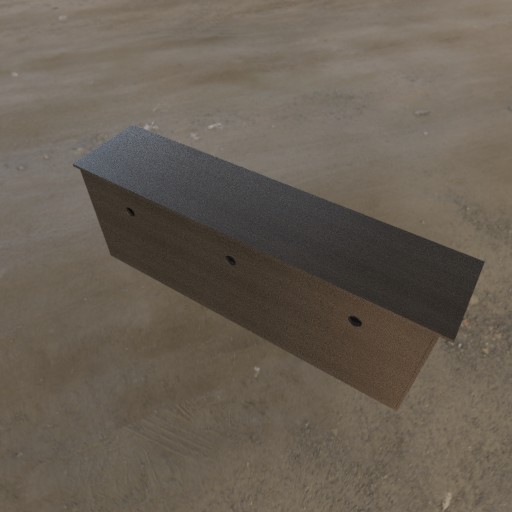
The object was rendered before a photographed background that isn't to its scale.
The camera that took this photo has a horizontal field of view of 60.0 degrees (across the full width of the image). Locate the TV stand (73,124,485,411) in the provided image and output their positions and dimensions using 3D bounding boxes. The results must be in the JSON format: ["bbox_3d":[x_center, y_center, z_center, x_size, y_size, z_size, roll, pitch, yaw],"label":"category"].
[{"bbox_3d":[0.000,0.000,2.094,1.778,0.610,0.406,25,52,21],"label":"TV stand"}]
